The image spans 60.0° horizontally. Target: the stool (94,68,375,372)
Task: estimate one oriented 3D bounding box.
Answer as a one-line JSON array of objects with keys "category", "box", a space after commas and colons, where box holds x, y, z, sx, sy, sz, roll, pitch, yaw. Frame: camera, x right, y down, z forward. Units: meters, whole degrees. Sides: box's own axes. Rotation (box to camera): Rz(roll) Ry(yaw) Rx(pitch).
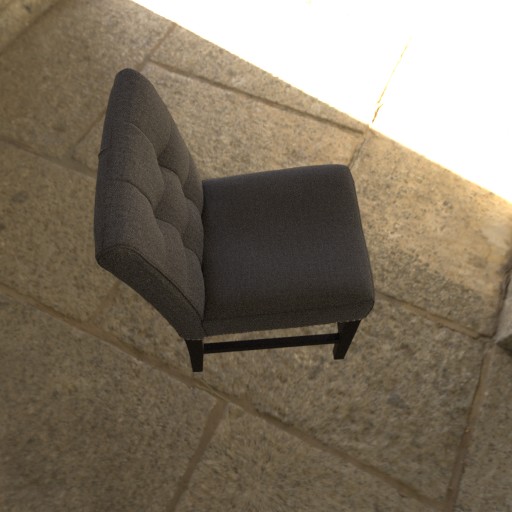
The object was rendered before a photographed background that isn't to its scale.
[{"category": "stool", "box": [0.000, 0.000, 1.170, 0.571, 0.885, 0.427, -3, 63, -2]}]
